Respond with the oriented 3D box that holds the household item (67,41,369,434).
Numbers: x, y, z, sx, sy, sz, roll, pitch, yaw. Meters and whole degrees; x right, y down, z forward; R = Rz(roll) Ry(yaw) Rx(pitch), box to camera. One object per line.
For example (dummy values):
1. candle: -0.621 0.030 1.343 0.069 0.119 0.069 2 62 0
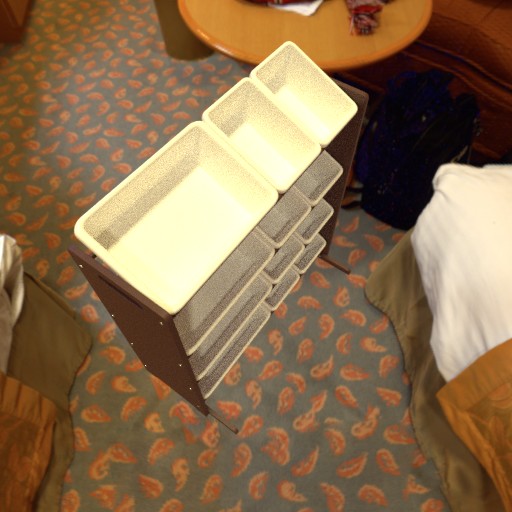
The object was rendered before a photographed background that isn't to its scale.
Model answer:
1. household item: 0.000 0.000 1.308 0.389 0.864 0.787 32 63 18
